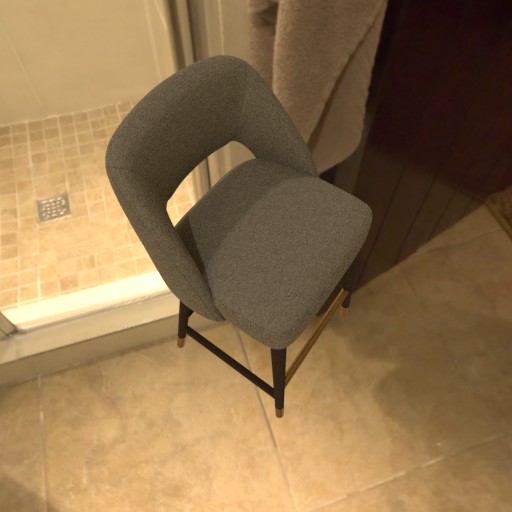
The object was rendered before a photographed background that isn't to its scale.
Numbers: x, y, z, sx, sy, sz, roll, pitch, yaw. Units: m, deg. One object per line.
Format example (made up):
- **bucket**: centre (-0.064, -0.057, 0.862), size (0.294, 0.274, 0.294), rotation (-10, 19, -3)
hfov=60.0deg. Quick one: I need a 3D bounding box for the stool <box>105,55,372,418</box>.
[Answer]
- **stool**: centre (0.000, 0.000, 1.255), size (0.524, 0.925, 0.536), rotation (30, 62, 18)
